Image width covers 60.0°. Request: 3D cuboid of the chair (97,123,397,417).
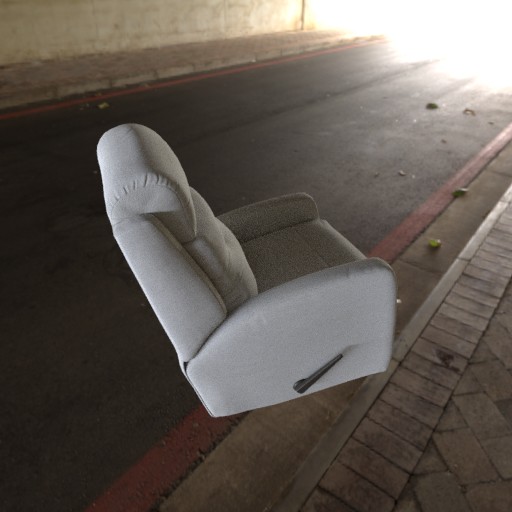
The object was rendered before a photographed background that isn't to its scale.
[{"bbox_3d":[0.000,0.000,1.763,1.043,1.013,0.798,-11,33,-17],"label":"chair"}]
